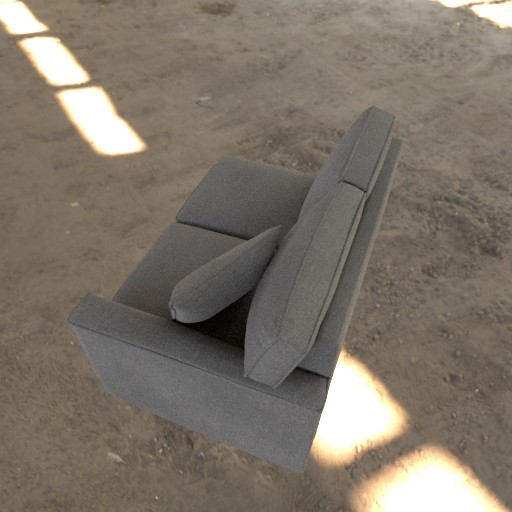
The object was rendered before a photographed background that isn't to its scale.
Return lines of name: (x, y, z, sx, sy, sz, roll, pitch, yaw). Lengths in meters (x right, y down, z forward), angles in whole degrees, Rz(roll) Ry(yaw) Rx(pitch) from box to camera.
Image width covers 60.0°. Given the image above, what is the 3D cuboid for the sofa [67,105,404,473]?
sofa: (0.000, 0.000, 2.042, 0.991, 0.989, 1.388, 16, 49, 15)
